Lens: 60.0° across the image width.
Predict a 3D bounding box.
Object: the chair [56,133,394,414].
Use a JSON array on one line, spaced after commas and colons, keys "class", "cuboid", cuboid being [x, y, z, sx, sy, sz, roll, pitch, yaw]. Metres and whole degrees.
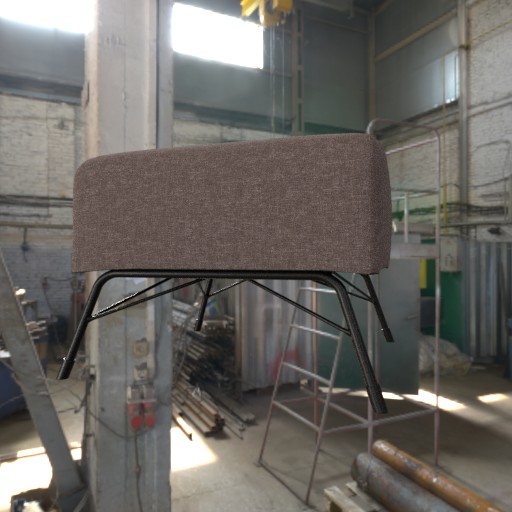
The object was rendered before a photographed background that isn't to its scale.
[{"class": "chair", "cuboid": [0.000, 0.000, 0.903, 0.530, 0.410, 0.530, 0, 0, 18]}]
